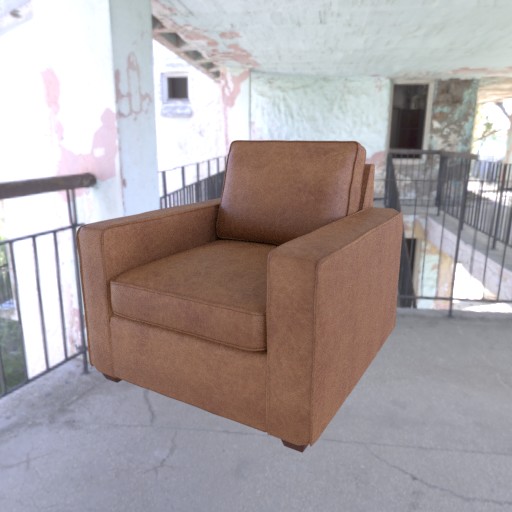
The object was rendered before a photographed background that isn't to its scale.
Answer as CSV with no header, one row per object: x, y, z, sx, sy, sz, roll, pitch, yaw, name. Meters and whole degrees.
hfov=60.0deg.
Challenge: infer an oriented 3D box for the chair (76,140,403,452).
0.000,0.000,1.785,0.987,0.901,1.027,8,17,26,chair
